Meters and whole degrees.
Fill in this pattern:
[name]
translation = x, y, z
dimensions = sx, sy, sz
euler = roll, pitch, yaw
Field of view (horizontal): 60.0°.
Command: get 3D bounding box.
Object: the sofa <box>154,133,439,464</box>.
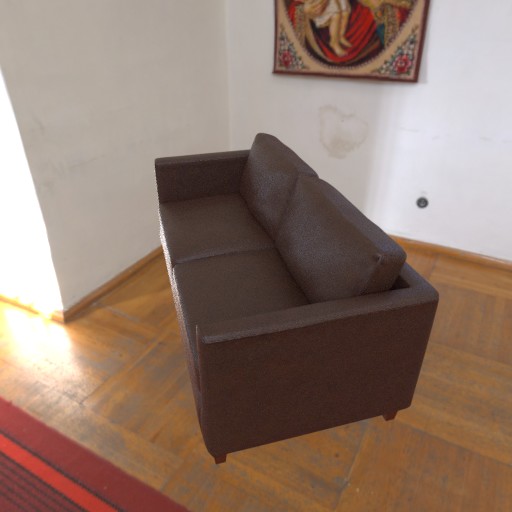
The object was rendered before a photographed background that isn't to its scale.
[sofa]
translation = 0.000, 0.000, 2.464
dimensions = 0.951, 0.933, 1.883
euler = -8, 32, -13
